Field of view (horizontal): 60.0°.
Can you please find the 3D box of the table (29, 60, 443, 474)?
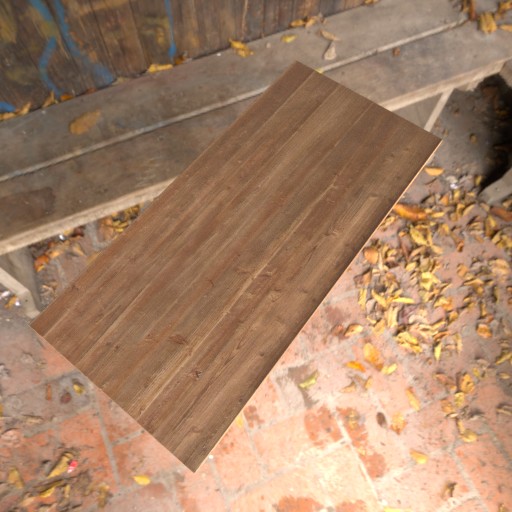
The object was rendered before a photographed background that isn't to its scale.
[{"bbox_3d":[0.000,0.000,2.475,0.952,0.760,2.003,35,70,15],"label":"table"}]
